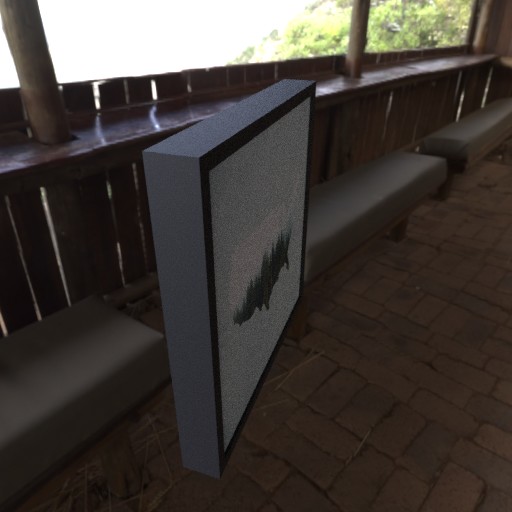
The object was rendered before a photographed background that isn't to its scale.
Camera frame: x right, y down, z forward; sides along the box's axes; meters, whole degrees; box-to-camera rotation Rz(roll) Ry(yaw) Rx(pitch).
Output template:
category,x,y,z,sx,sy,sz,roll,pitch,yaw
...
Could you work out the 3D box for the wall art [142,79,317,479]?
category,x,y,z,sx,sy,sz,roll,pitch,yaw
wall art,0.000,0.000,0.463,0.038,0.304,0.304,10,31,17
